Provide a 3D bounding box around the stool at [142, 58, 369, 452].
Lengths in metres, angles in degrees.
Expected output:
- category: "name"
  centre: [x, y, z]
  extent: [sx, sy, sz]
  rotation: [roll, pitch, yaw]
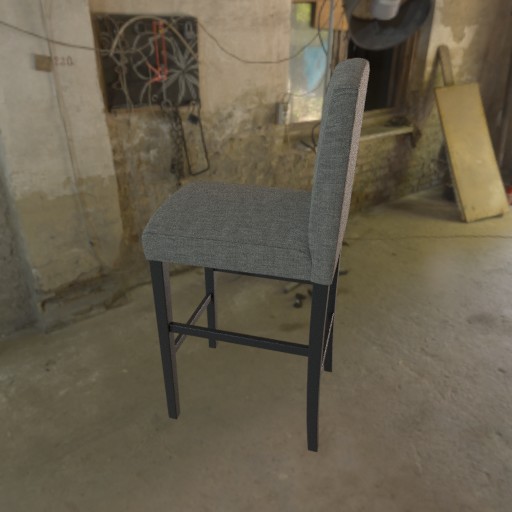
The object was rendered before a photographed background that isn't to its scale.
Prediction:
- category: "stool"
  centre: [0.000, 0.000, 1.384]
  extent: [0.552, 1.138, 0.451]
  rotation: [7, 29, 14]
